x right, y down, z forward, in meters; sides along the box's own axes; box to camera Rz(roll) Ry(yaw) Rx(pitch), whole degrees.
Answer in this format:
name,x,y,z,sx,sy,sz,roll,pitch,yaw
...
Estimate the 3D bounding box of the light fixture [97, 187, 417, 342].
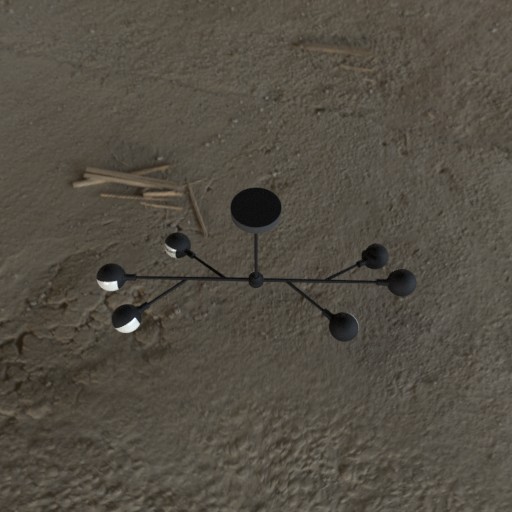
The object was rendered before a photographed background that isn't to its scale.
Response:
name,x,y,z,sx,sy,sz,roll,pitch,yaw
light fixture,0.000,0.000,1.027,0.778,0.362,0.434,15,59,9
